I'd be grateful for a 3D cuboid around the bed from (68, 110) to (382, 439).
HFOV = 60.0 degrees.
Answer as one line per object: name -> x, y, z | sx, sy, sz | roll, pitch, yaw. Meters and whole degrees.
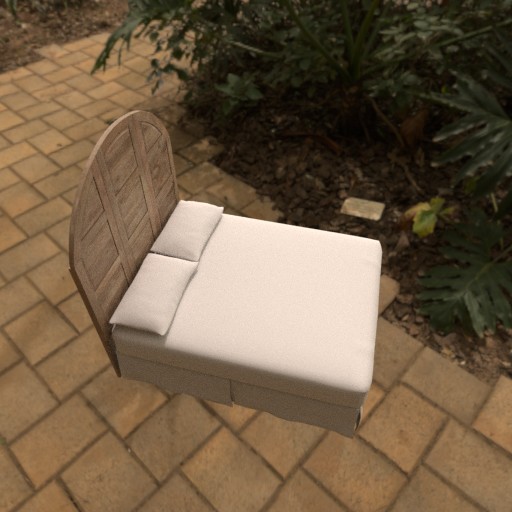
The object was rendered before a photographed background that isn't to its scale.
bed -> 0.000, 0.000, 3.550 | 2.112, 2.002, 1.713 | 10, 47, 10
